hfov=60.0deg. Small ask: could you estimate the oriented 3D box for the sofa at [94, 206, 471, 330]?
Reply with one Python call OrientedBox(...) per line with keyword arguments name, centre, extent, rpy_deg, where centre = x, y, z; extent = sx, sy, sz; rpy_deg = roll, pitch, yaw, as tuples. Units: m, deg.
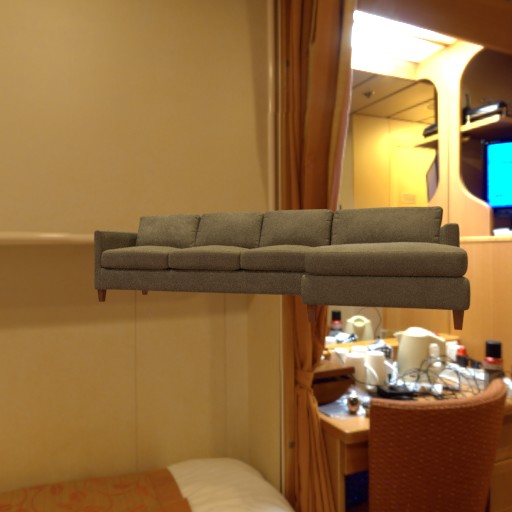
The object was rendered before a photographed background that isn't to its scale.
OrientedBox(name="sofa", centre=(0.000, 0.000, 4.116), extent=(3.471, 0.950, 1.604), rpy_deg=(0, 0, 19))
